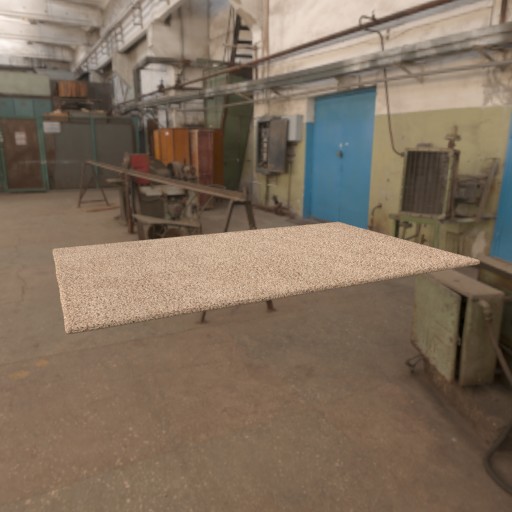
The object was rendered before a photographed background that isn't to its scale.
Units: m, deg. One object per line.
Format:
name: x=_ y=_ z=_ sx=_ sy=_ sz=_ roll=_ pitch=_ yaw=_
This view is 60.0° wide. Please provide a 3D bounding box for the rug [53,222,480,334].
rug: x=0.000 y=0.000 z=2.959 sx=2.438 sy=0.030 sz=1.524 roll=-7 pitch=16 yaw=-25
